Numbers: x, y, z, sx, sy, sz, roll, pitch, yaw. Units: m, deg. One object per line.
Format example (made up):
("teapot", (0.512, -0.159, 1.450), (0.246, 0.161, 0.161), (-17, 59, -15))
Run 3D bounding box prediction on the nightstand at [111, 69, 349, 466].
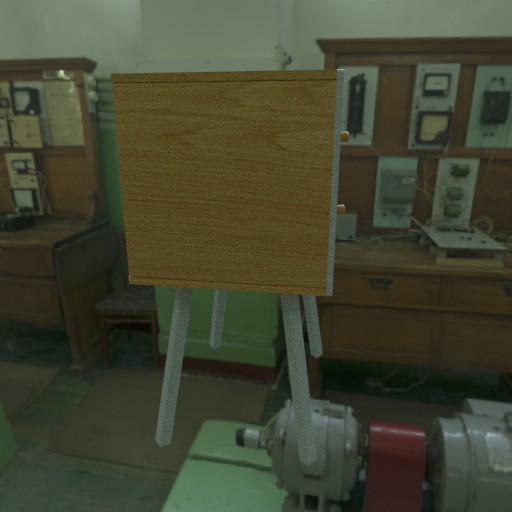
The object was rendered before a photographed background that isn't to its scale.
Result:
("nightstand", (0.000, 0.000, 0.829), (0.316, 0.601, 0.400), (3, 17, 9))
